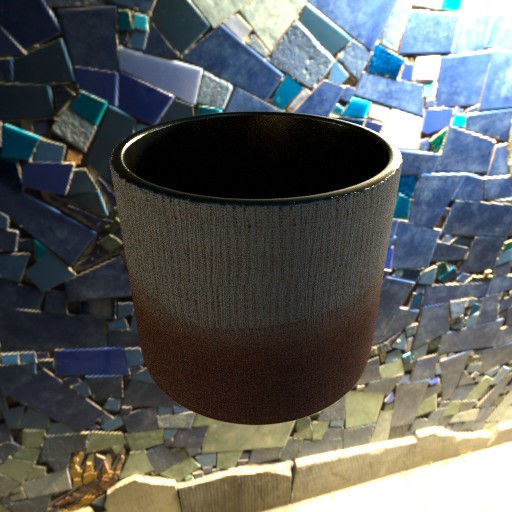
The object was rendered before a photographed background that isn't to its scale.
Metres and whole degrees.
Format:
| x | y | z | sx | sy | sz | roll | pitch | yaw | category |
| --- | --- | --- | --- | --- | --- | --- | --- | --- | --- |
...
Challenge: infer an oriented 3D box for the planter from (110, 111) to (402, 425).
| x | y | z | sx | sy | sz | roll | pitch | yaw | category |
| --- | --- | --- | --- | --- | --- | --- | --- | --- | --- |
| 0.000 | 0.000 | 0.392 | 0.221 | 0.201 | 0.221 | 0 | 32 | 0 | planter |
